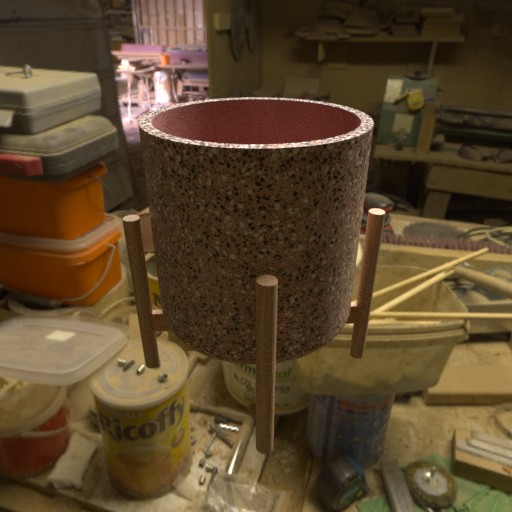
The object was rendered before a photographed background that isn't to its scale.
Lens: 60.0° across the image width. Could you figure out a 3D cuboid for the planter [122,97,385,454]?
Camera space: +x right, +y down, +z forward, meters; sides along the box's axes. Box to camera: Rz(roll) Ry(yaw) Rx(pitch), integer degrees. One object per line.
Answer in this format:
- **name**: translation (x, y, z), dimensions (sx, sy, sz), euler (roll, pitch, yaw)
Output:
- **planter**: translation (0.000, 0.000, 0.686), dimensions (0.360, 0.419, 0.360), euler (9, 30, 16)
